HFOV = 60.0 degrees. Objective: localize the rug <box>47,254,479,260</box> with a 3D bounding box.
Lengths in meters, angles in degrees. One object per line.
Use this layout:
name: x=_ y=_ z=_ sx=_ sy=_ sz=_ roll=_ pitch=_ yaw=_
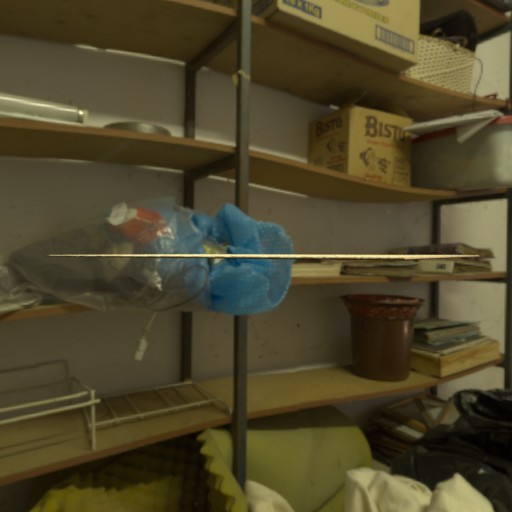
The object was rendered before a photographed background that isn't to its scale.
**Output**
rug: x=0.000 y=0.000 z=2.937 sx=2.435 sy=0.011 sz=1.526 roll=0 pitch=1 yaw=36
